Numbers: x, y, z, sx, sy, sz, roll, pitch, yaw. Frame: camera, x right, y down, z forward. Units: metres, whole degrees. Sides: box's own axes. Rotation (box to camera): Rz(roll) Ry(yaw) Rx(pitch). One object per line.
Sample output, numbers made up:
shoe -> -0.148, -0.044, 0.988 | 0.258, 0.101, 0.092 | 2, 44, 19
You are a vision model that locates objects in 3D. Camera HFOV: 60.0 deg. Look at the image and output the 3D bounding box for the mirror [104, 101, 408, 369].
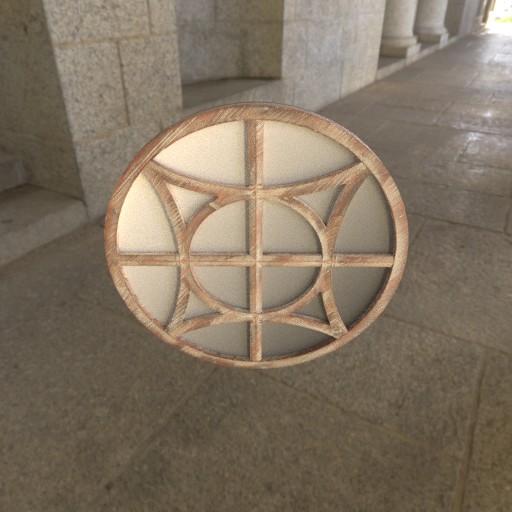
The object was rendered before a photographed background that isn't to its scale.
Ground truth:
mirror -> 0.000, 0.000, 1.067 | 0.710, 0.710, 0.038 | 0, 31, 0
